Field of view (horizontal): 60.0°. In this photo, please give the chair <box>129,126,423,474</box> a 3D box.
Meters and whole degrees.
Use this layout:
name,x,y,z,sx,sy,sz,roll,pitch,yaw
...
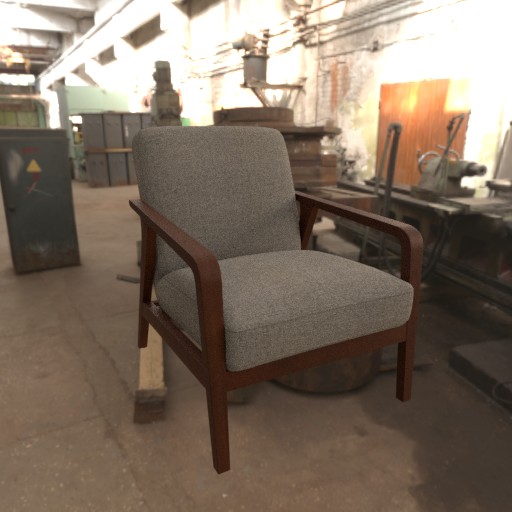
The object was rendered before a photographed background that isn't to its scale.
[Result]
name,x,y,z,sx,sy,sz,roll,pitch,yaw
chair,0.000,0.000,1.494,0.704,0.847,0.858,-8,18,-28
